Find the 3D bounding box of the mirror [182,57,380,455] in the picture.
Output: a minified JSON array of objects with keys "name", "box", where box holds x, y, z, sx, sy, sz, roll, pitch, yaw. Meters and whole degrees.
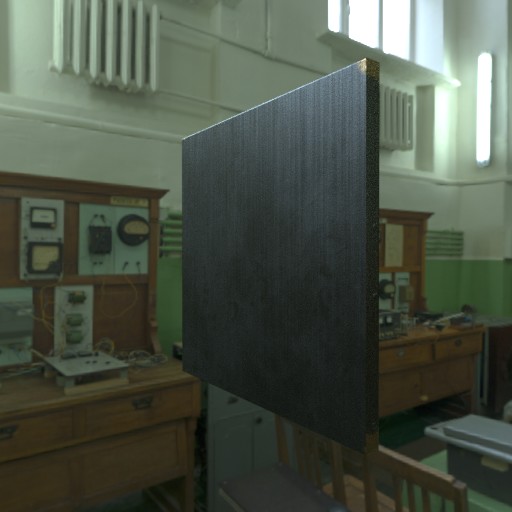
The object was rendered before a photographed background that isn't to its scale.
[{"name":"mirror","box":[0.000,0.000,0.582,0.020,0.381,0.382,0,1,-37]}]
